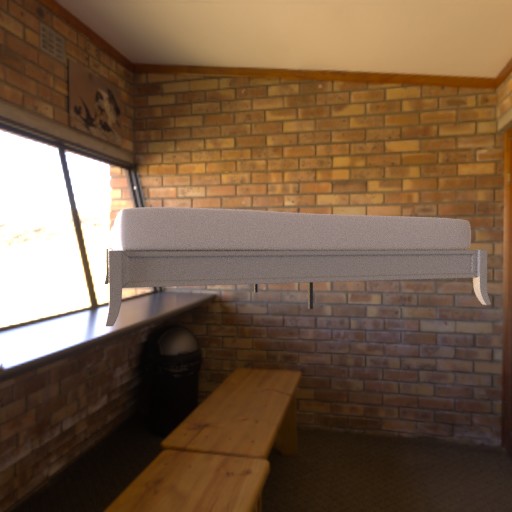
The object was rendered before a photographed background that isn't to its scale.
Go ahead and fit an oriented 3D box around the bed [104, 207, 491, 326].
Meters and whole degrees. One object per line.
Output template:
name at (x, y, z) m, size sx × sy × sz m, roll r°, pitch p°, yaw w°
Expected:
bed at (0.000, 0.000, 3.098) m, size 2.007 × 0.510 × 2.108 m, roll 0°, pitch 1°, yaw -19°
